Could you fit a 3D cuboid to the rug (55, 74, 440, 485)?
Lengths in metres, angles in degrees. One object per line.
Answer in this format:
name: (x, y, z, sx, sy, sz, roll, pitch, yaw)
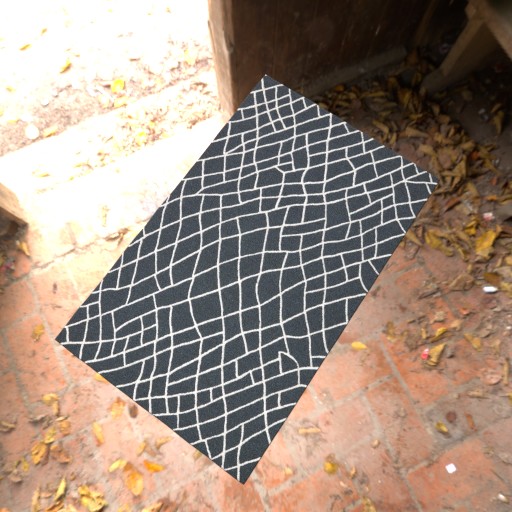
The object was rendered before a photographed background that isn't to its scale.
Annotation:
rug: (0.000, 0.000, 3.049, 1.529, 0.017, 2.448, 34, 78, 8)
